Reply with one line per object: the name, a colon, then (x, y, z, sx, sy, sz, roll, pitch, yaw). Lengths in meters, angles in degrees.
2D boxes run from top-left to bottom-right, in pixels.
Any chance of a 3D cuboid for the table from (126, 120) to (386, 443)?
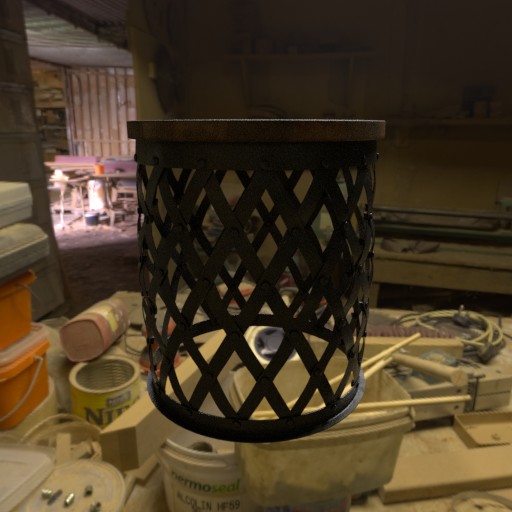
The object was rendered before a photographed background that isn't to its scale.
table: (0.000, 0.000, 0.781, 0.405, 0.454, 0.405, 0, 16, 0)
